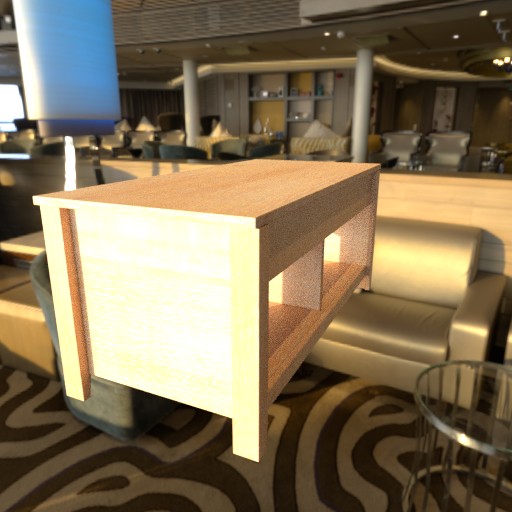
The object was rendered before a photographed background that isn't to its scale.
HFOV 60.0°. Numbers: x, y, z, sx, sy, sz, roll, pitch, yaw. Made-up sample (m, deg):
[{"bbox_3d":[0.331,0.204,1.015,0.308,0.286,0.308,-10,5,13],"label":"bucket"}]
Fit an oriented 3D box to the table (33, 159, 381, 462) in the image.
[{"bbox_3d":[0.000,0.000,1.270,0.483,0.457,1.016,8,18,24],"label":"table"}]
